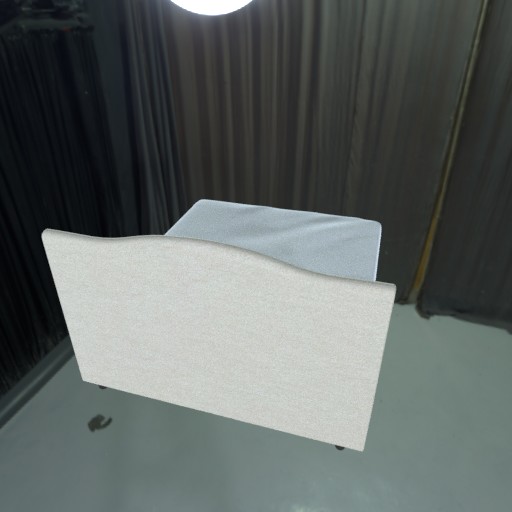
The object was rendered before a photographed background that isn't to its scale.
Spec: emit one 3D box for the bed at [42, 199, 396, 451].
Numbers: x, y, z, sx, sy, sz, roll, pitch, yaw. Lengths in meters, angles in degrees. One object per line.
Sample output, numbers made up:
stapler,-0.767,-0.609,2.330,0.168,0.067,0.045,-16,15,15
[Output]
bed,0.000,0.000,3.623,2.083,1.421,2.182,9,32,14
